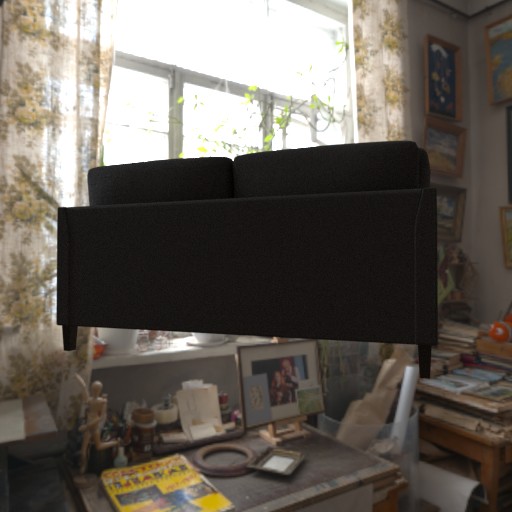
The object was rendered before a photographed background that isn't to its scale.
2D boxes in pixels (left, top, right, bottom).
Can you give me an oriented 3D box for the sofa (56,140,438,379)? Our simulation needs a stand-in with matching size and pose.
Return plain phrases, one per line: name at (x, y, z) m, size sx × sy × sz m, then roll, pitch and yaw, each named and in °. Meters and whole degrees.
sofa at (0.000, 0.000, 2.313) m, size 1.751 × 0.920 × 0.969 m, roll 0°, pitch -1°, yaw 19°
